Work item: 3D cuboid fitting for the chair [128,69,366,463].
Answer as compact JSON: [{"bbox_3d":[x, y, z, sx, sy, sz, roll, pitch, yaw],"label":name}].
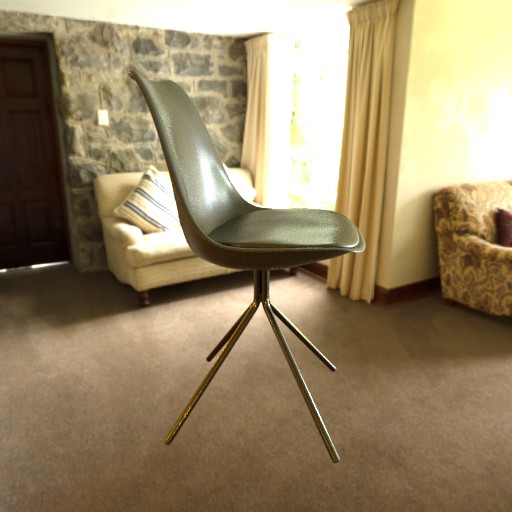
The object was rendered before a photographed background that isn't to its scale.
[{"bbox_3d":[0.000,0.000,1.111,0.525,0.850,0.461,2,17,8],"label":"chair"}]
